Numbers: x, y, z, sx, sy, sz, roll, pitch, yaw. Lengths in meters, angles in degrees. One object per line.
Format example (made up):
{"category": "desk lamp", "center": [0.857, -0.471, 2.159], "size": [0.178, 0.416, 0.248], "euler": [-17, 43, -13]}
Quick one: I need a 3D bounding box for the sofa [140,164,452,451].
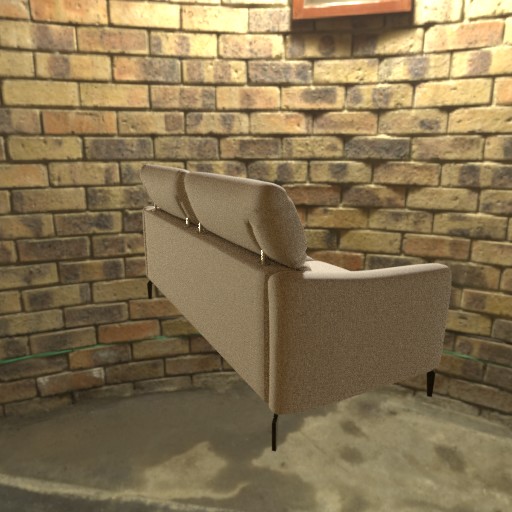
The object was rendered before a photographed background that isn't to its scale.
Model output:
{"category": "sofa", "center": [0.000, 0.000, 2.462], "size": [0.856, 0.956, 2.015], "euler": [-7, 16, -26]}
